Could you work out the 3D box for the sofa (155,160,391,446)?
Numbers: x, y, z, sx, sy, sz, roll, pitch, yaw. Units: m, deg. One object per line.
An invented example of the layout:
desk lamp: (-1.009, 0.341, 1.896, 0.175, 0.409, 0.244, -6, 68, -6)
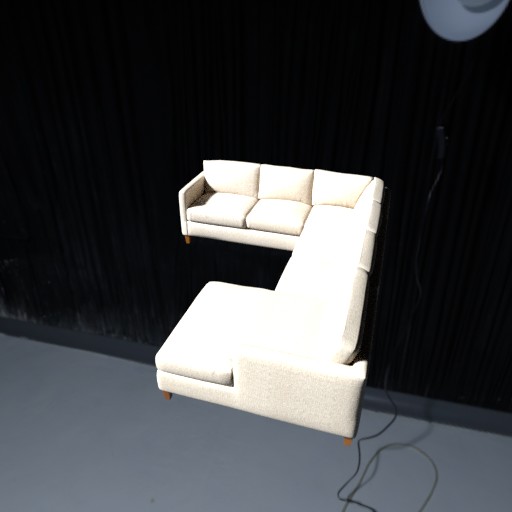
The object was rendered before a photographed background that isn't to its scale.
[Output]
sofa: (0.000, 0.000, 4.724, 2.594, 0.961, 3.460, 9, 32, 15)
